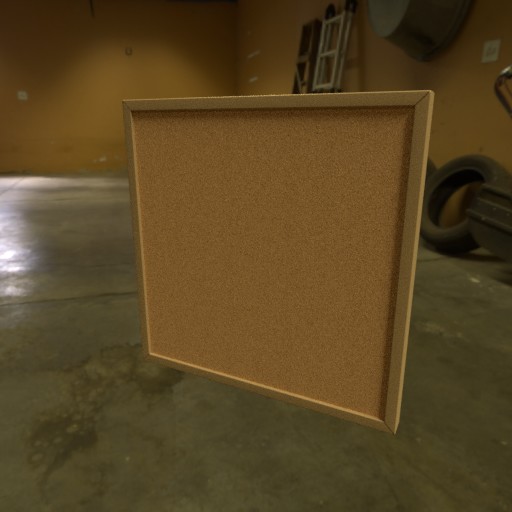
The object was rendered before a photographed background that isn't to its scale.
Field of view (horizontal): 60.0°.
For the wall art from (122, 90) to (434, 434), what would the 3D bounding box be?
[{"bbox_3d":[0.000,0.000,0.751,0.509,0.509,0.036,8,18,26],"label":"wall art"}]
